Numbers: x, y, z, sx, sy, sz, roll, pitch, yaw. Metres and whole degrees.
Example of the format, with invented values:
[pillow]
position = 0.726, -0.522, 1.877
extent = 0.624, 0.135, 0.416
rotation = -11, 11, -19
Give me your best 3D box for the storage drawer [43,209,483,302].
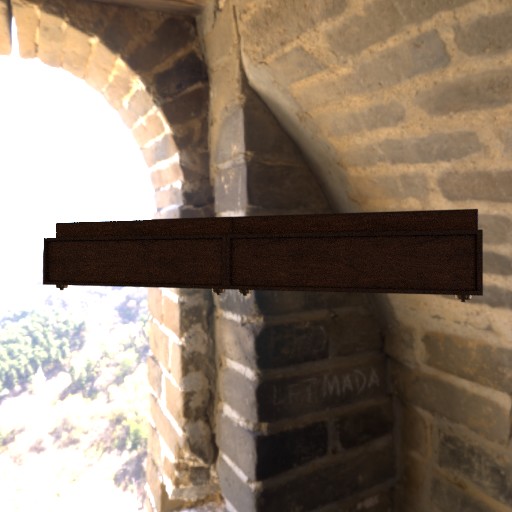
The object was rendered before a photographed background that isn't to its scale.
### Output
[storage drawer]
position = 0.000, 0.000, 2.204
extent = 1.914, 0.339, 0.774
rotation = 0, 0, 19
